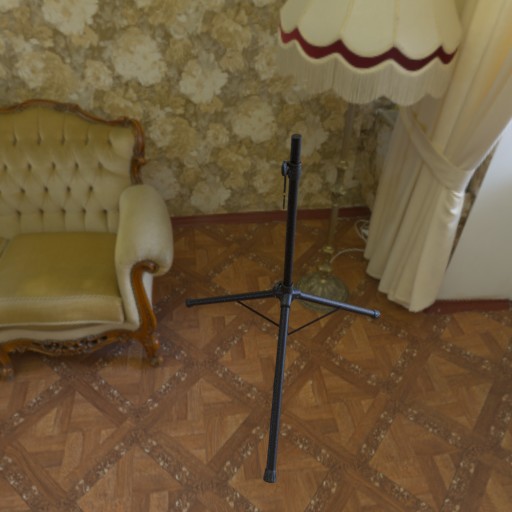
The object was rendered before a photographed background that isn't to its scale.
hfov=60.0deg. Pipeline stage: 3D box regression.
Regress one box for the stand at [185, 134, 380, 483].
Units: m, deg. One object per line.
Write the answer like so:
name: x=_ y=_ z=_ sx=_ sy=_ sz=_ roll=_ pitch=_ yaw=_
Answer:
stand: x=0.000 y=0.000 z=1.819 sx=0.907 sy=1.136 sz=1.045 roll=25 pitch=47 yaw=26
